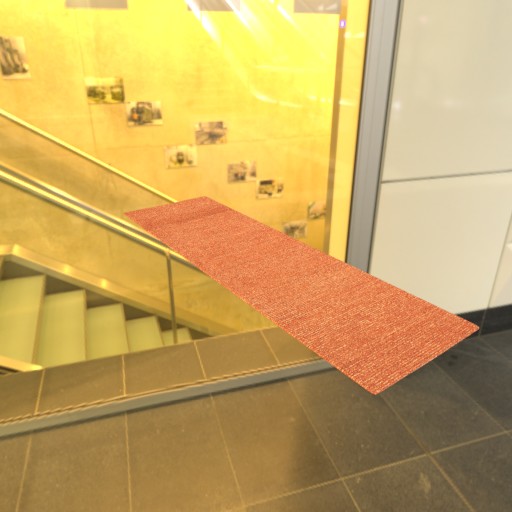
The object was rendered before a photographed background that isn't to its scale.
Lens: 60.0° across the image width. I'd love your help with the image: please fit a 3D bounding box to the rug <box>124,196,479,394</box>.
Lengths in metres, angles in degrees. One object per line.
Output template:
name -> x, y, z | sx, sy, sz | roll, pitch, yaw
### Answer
rug -> 0.000, 0.000, 2.550 | 0.687, 0.012, 2.307 | -17, 30, -33
